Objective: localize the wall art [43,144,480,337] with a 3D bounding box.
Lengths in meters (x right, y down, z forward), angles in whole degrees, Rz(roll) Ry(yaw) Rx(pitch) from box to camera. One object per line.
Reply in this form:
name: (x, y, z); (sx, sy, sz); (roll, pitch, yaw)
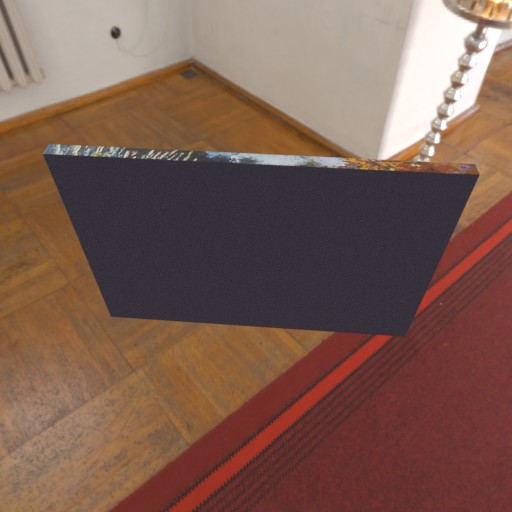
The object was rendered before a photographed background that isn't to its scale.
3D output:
wall art: (0.000, 0.000, 1.153); (0.908, 0.604, 0.037); (3, 48, 3)
